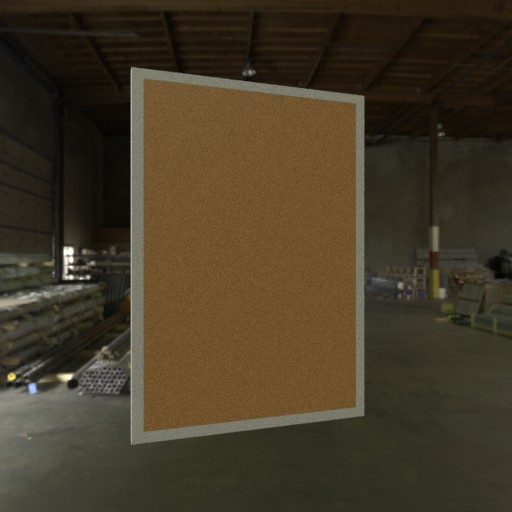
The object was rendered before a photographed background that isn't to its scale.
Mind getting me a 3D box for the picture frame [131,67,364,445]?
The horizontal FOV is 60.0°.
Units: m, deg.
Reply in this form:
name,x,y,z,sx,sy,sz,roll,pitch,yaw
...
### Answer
name,x,y,z,sx,sy,sz,roll,pitch,yaw
picture frame,0.000,0.000,0.562,0.305,0.434,0.013,0,0,-18
